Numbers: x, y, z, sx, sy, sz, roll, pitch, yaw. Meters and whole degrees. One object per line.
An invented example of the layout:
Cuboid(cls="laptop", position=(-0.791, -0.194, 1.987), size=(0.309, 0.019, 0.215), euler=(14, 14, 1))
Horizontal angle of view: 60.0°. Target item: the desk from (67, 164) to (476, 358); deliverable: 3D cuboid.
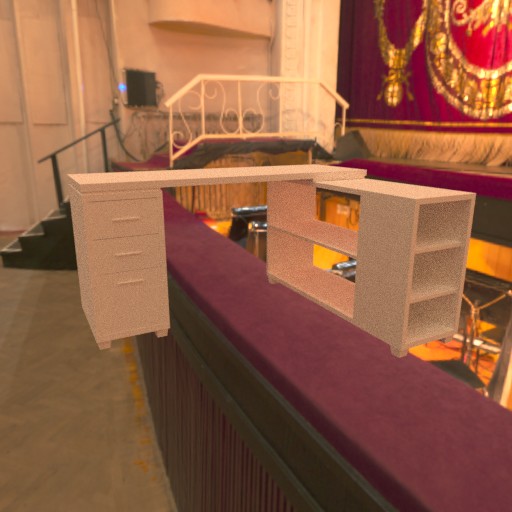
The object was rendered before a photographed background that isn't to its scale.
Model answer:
Cuboid(cls="desk", position=(0.000, 0.000, 2.175), size=(1.524, 0.759, 1.199), euler=(-8, 18, -27))
